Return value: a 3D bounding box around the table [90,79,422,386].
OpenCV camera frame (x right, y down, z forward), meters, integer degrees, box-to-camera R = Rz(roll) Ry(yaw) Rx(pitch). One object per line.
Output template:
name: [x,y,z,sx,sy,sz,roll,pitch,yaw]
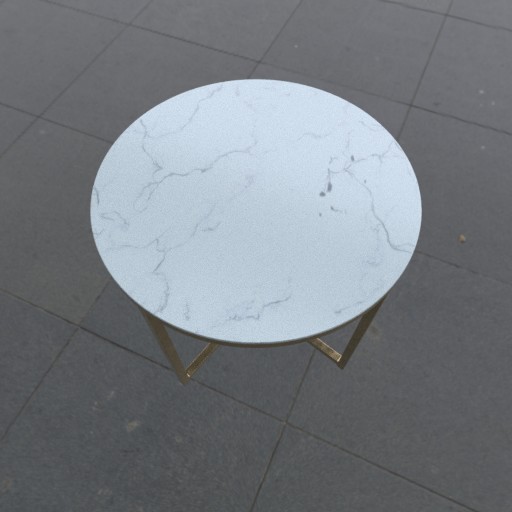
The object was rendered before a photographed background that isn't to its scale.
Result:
table: [0.000,0.000,0.860,0.500,0.420,0.500,0,59,0]
